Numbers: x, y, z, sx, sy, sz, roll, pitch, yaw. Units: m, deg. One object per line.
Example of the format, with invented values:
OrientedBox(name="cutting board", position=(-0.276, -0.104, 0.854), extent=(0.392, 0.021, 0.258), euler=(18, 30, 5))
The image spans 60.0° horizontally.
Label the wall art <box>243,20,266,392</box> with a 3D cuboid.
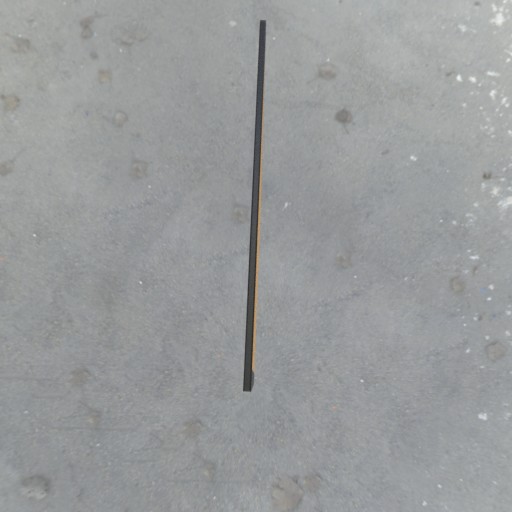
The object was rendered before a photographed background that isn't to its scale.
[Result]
OrientedBox(name="wall art", position=(0.000, 0.000, 1.253), extent=(0.013, 0.967, 0.707), euler=(2, 75, 1))
